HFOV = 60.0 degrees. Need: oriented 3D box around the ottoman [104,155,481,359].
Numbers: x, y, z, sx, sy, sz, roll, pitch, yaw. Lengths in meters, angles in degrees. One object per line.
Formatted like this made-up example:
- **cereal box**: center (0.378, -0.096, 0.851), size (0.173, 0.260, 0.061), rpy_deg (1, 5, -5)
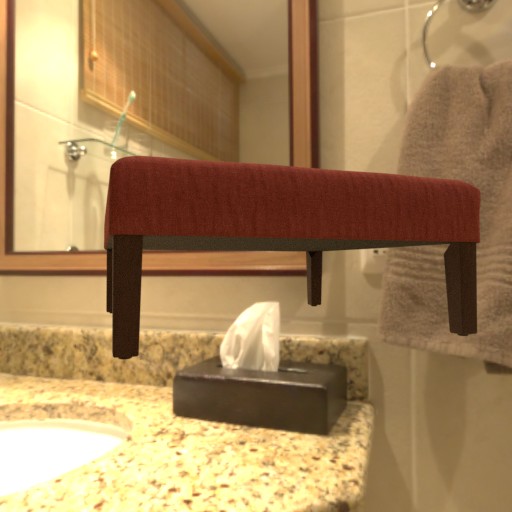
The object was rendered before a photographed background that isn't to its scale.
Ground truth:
- **ottoman**: center (0.000, 0.000, 1.378), size (0.889, 0.411, 0.890), rpy_deg (0, -1, -19)
